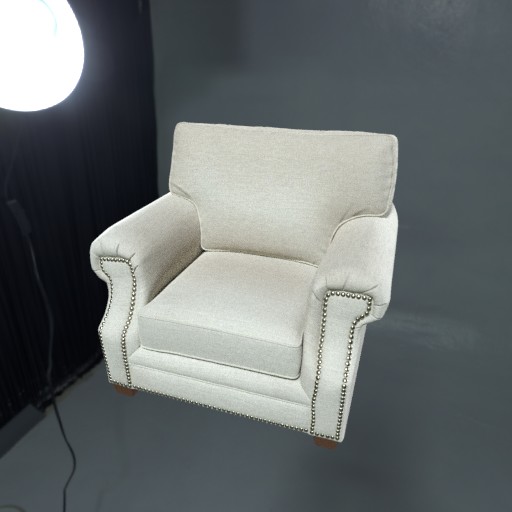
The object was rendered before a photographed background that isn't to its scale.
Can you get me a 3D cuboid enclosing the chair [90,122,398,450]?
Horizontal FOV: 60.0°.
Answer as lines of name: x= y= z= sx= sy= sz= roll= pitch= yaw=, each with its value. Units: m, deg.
chair: x=0.000 y=0.000 z=1.836 sx=1.092 sy=0.961 sz=0.965 roll=8 pitch=27 yaw=17
